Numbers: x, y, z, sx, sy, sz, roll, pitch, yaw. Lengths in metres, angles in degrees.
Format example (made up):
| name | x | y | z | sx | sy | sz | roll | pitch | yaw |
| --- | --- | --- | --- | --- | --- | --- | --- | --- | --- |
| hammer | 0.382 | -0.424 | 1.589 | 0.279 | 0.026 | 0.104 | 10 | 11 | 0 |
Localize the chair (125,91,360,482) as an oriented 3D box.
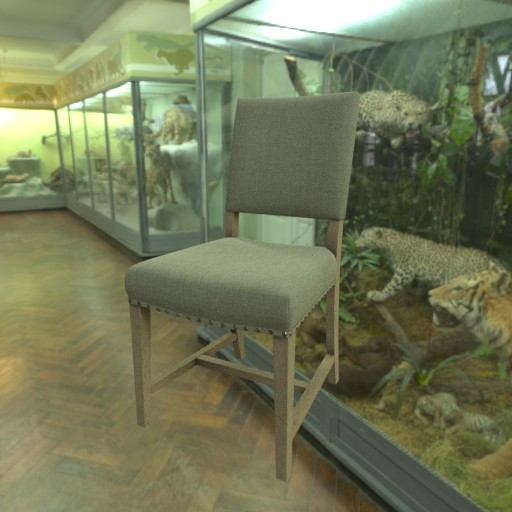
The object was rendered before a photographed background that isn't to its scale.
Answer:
| name | x | y | z | sx | sy | sz | roll | pitch | yaw |
| --- | --- | --- | --- | --- | --- | --- | --- | --- | --- |
| chair | 0.000 | 0.000 | 1.368 | 0.508 | 0.986 | 0.622 | 8 | 16 | 27 |
